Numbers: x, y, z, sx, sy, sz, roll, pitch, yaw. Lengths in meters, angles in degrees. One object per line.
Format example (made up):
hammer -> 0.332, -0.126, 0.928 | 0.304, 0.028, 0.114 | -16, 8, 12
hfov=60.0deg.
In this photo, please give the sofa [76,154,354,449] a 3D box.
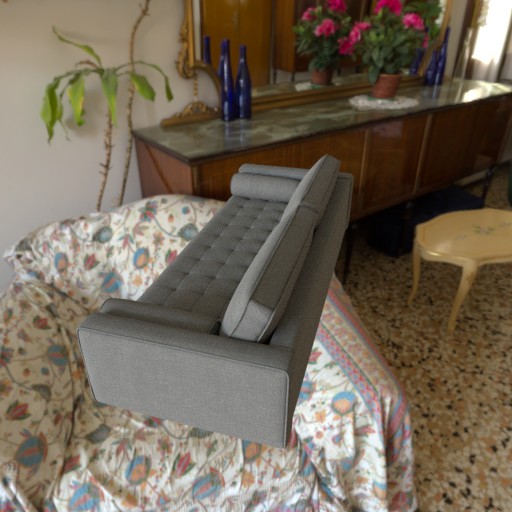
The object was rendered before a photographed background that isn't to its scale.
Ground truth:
sofa -> 0.000, 0.000, 2.672 | 0.914, 0.762, 2.198 | 8, 31, 14
